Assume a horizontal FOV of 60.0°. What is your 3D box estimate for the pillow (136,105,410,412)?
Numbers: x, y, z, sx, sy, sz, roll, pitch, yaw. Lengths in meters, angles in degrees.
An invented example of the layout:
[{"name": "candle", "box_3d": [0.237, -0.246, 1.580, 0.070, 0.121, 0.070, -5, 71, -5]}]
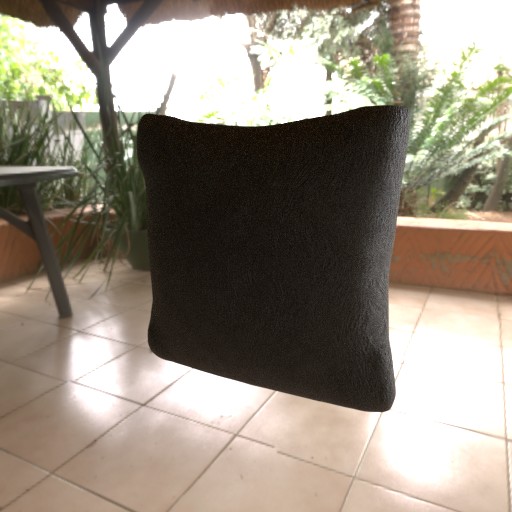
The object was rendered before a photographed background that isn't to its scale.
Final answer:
[{"name": "pillow", "box_3d": [0.000, 0.000, 0.823, 0.533, 0.523, 0.210, 7, 15, 26]}]
